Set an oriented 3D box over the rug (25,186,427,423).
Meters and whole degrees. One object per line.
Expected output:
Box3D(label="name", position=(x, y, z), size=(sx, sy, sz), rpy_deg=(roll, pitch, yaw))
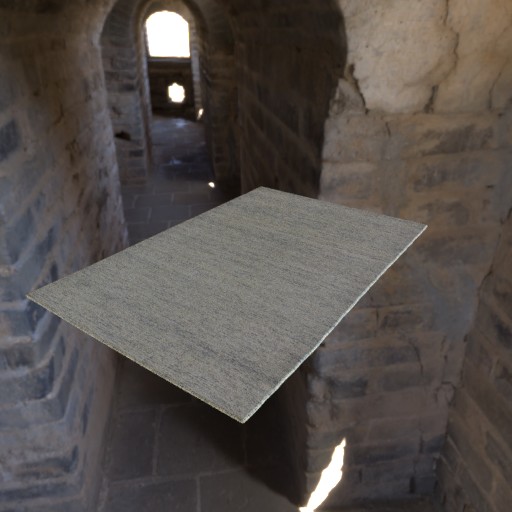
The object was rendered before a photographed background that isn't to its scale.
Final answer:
Box3D(label="rug", position=(0.000, 0.000, 2.858), size=(1.523, 0.017, 2.263), rpy_deg=(19, 33, 31))
